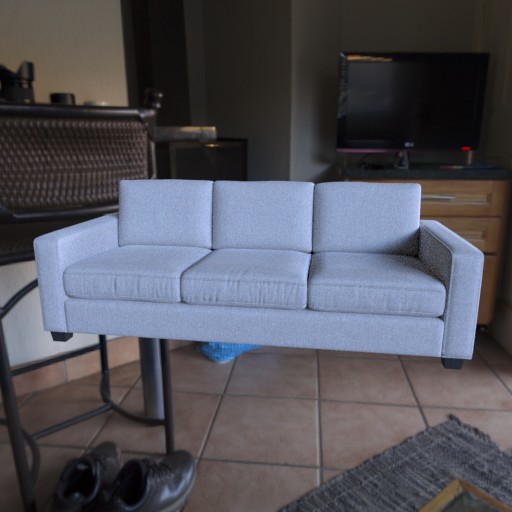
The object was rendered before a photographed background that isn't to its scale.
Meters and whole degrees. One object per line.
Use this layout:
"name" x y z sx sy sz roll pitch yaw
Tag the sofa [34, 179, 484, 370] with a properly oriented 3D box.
"sofa" 0.000 0.000 2.494 2.120 0.800 0.900 2 14 9
